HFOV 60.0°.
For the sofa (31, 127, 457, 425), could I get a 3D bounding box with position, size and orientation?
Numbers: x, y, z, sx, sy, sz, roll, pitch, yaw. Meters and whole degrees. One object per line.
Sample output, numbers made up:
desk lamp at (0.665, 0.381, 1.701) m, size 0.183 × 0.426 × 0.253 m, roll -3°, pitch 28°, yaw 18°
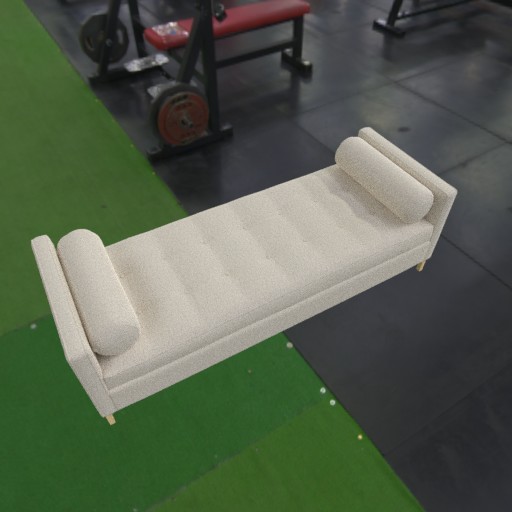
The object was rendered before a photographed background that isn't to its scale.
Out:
sofa at (0.000, 0.000, 2.362) m, size 1.985 × 0.641 × 0.746 m, roll -22°, pitch 51°, yaw -20°
